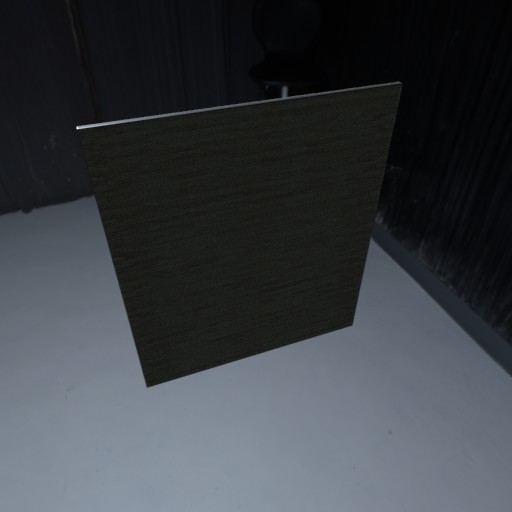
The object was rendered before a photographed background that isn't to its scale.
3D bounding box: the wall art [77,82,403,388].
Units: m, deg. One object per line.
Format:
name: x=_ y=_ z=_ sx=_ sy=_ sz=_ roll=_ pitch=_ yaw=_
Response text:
wall art: x=0.000 y=0.000 z=0.801 sx=0.483 sy=0.559 sz=0.009 roll=-13 pitch=41 yaw=-16
